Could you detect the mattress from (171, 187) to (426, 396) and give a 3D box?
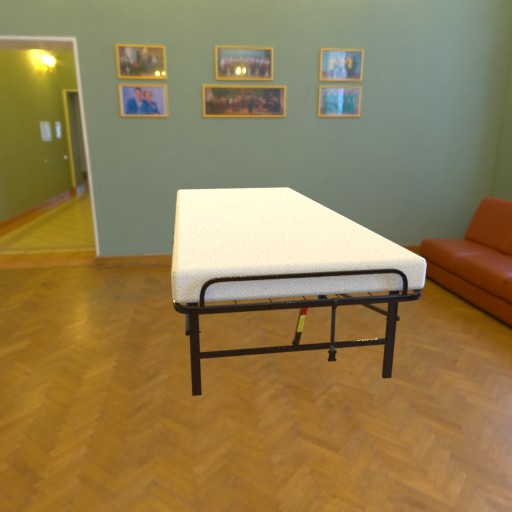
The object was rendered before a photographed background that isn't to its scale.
[{"bbox_3d":[0.000,0.000,2.532,0.922,0.519,2.153,-3,16,-9],"label":"mattress"}]
